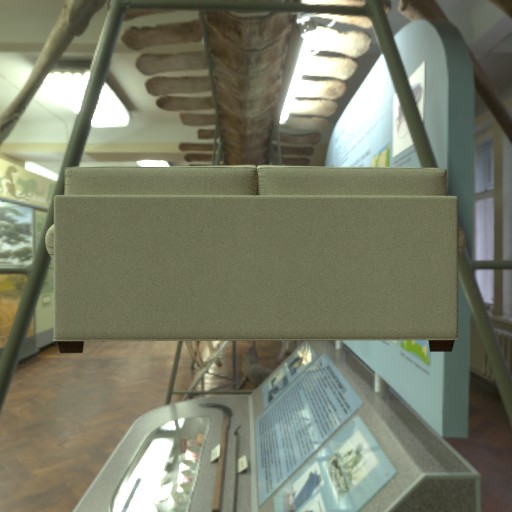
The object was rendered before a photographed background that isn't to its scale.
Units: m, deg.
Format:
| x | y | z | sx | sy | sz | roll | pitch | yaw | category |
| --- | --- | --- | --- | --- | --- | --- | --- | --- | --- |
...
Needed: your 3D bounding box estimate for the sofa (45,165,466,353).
| x | y | z | sx | sy | sz | roll | pitch | yaw | category |
| --- | --- | --- | --- | --- | --- | --- | --- | --- | --- |
| 0.000 | 0.000 | 2.617 | 2.146 | 0.962 | 0.901 | 0 | 0 | -1 | sofa |
